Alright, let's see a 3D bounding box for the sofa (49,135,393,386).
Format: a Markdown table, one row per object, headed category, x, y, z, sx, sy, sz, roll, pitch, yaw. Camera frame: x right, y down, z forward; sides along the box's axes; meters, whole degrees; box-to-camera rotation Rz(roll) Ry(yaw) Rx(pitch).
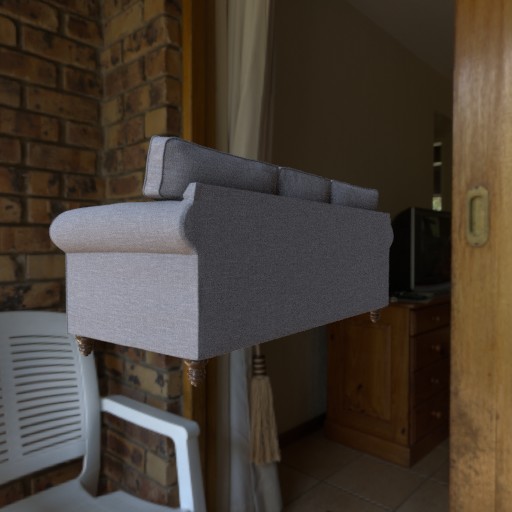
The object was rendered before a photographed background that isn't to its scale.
| category | x | y | z | sx | sy | sz | roll | pitch | yaw |
| --- | --- | --- | --- | --- | --- | --- | --- | --- | --- |
| sofa | 0.000 | 0.000 | 2.630 | 0.916 | 0.961 | 2.084 | 1 | 2 | 37 |
